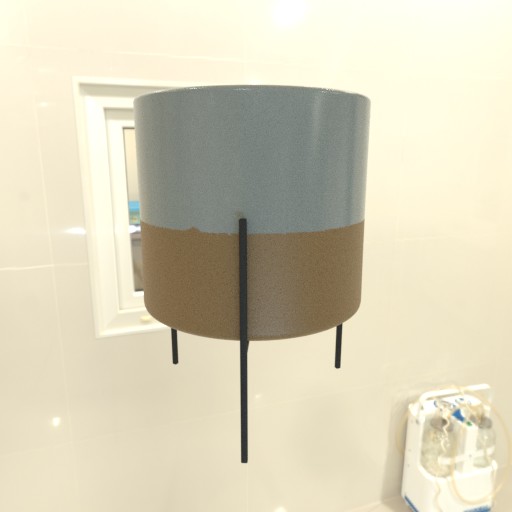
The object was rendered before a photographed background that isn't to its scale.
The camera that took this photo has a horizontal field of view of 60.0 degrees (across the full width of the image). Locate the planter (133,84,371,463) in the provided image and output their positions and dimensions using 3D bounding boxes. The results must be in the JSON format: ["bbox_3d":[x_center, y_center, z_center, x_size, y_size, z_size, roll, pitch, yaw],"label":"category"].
[{"bbox_3d":[0.000,0.000,0.720,0.360,0.480,0.348,-7,15,-26],"label":"planter"}]
